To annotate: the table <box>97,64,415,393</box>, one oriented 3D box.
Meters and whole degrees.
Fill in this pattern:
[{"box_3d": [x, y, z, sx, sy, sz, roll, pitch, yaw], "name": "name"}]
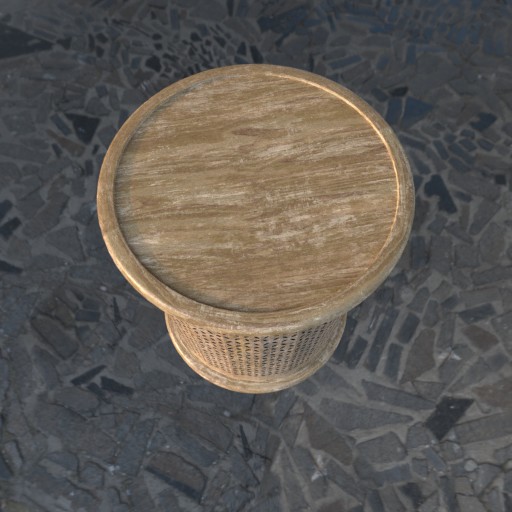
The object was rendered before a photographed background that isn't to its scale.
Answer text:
[{"box_3d": [0.000, 0.000, 0.783, 0.407, 0.482, 0.407, 0, 65, 0], "name": "table"}]
